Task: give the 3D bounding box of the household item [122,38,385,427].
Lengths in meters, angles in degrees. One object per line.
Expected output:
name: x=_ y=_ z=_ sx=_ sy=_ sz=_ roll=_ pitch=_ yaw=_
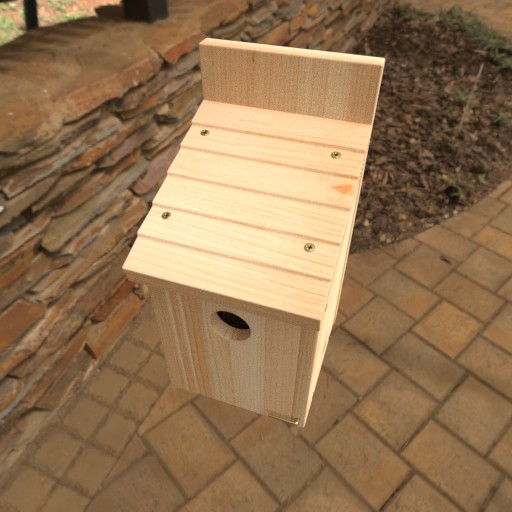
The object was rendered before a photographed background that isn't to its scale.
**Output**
household item: x=0.000 y=0.000 z=0.392 sx=0.149 sy=0.300 sz=0.171 roll=13 pitch=44 yaw=14
